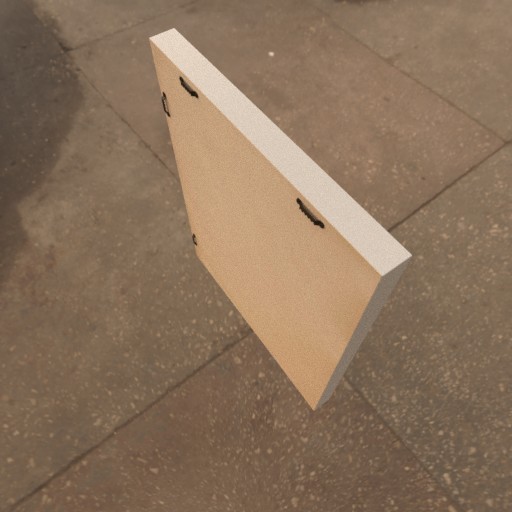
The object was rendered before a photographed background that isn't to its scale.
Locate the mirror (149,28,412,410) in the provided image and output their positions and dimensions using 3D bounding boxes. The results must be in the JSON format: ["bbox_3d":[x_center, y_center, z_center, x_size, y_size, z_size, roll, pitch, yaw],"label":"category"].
[{"bbox_3d":[0.000,0.000,0.676,0.041,0.509,0.406,-31,64,-18],"label":"mirror"}]
